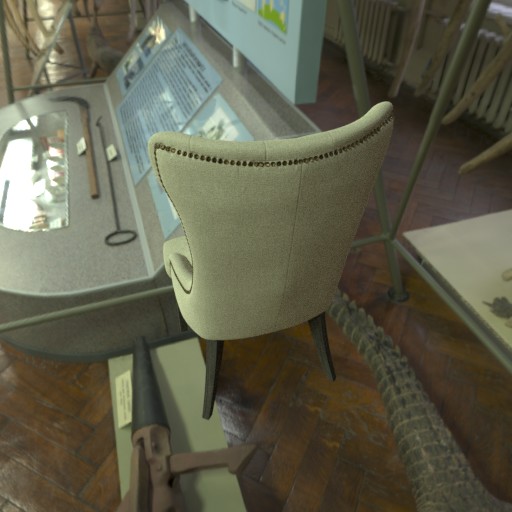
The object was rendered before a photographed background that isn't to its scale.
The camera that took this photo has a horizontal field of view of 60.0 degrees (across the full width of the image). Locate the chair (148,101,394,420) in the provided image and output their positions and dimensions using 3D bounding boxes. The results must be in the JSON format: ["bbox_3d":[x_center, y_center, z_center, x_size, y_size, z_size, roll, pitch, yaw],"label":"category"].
[{"bbox_3d":[0.000,0.000,1.427,0.584,1.065,0.590,-12,41,-14],"label":"chair"}]
